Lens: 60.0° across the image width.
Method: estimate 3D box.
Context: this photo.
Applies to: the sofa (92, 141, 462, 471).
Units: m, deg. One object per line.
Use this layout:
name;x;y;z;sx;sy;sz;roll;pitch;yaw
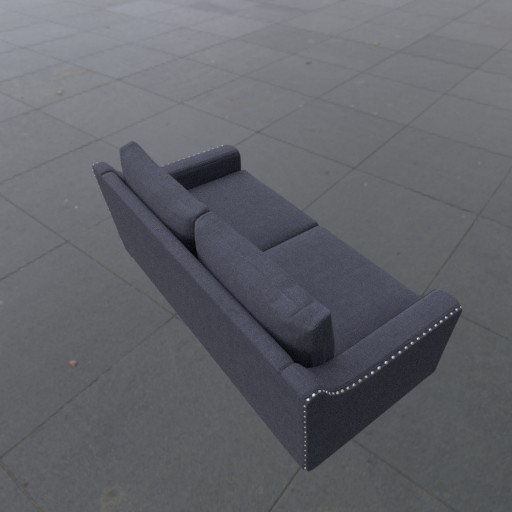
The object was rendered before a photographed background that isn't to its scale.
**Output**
sofa;0.000;0.000;3.260;1.336;1.196;2.550;-26;48;-26
